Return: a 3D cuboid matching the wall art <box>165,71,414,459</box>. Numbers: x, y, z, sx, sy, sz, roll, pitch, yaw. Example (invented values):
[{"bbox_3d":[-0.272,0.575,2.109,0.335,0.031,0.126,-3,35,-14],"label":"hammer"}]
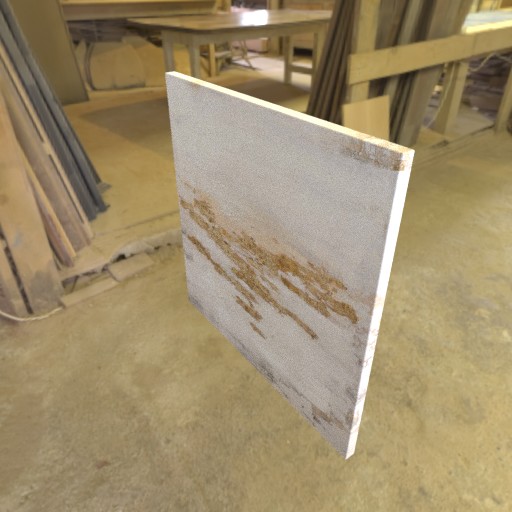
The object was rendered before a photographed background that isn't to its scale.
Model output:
[{"bbox_3d":[0.000,0.000,1.497,0.040,1.018,1.015,-22,39,-30],"label":"wall art"}]
